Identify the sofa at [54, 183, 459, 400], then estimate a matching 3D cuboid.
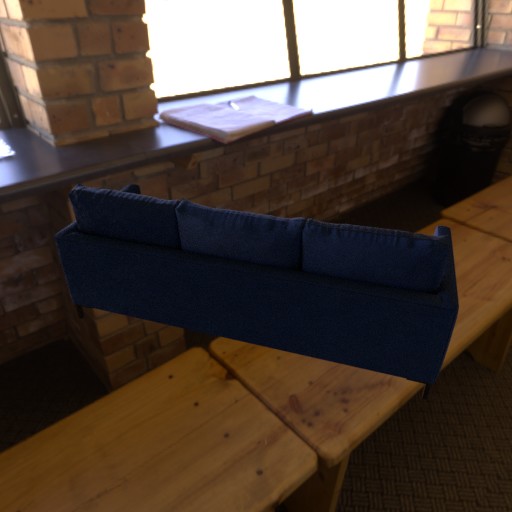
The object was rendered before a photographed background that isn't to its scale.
[{"bbox_3d":[0.000,0.000,2.747,2.252,0.879,0.875,10,33,15],"label":"sofa"}]
